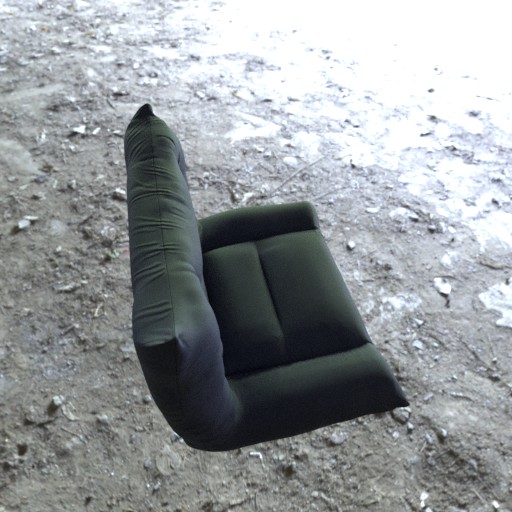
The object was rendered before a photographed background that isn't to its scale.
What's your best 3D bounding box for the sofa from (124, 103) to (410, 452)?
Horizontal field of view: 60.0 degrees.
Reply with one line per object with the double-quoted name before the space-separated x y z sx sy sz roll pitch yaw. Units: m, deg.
"sofa" 0.000 0.000 1.645 0.849 0.778 1.122 -10 48 -9
